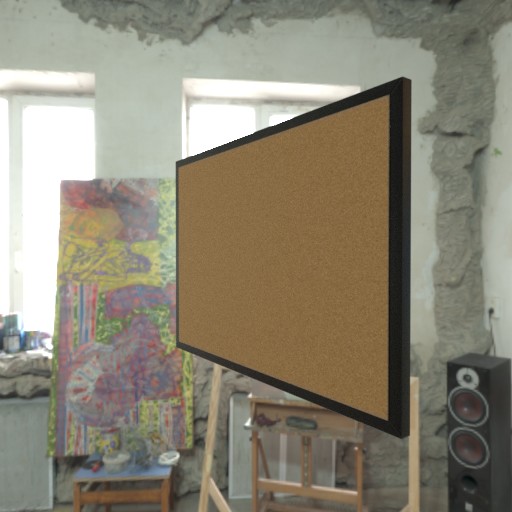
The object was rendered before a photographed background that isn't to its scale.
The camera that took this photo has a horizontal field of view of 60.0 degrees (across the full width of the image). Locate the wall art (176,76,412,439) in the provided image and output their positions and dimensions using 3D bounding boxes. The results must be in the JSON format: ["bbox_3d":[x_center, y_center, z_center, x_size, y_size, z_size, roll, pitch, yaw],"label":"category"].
[{"bbox_3d":[0.000,0.000,0.556,0.013,0.306,0.440,-1,1,-36],"label":"wall art"}]
